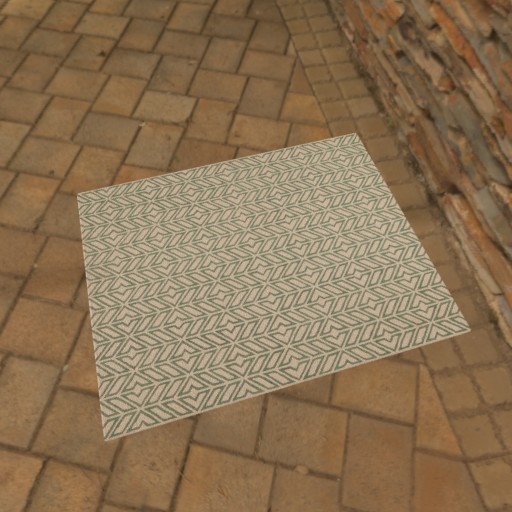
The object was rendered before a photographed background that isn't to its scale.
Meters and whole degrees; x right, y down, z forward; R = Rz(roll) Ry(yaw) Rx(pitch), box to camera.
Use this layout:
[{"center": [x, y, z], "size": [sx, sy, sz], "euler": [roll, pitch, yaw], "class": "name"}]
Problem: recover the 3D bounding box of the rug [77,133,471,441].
[{"center": [0.000, 0.000, 4.096], "size": [3.050, 0.017, 2.441], "euler": [-14, 60, -9], "class": "rug"}]
